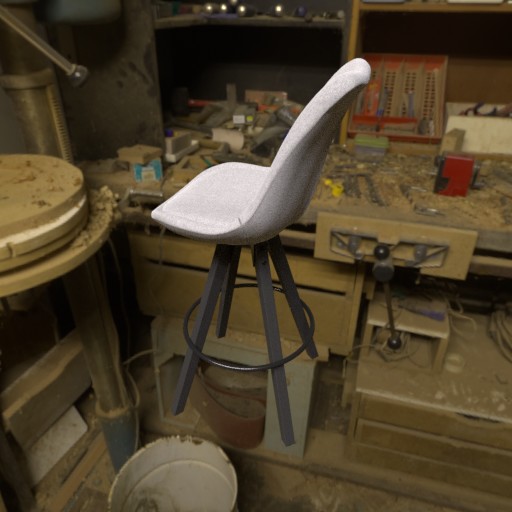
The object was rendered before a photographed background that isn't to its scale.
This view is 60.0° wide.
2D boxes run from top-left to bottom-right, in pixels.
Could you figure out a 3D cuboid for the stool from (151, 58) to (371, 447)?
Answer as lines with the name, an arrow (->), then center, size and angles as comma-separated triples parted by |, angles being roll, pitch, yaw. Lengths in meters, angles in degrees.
stool -> 0.000, 0.000, 1.370 | 0.550, 1.115, 0.485 | 9, 32, 15
